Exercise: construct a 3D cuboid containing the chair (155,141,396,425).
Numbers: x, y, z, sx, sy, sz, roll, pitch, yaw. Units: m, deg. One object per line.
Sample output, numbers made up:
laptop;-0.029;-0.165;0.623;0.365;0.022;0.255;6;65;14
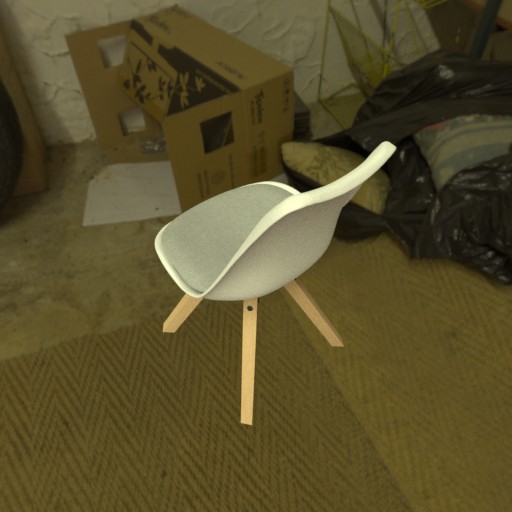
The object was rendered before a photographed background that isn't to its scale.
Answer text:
chair;0.000;0.000;1.231;0.485;0.850;0.550;-32;54;-27
